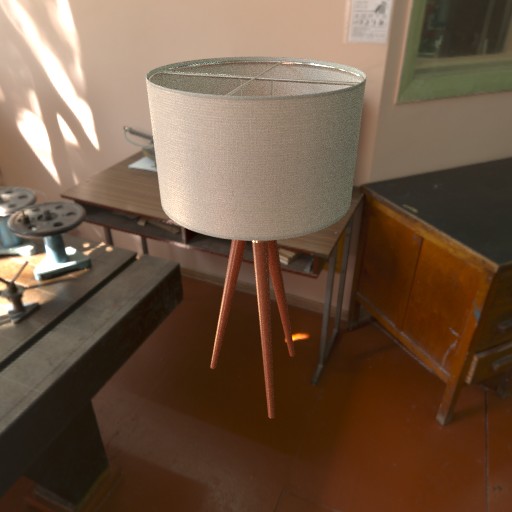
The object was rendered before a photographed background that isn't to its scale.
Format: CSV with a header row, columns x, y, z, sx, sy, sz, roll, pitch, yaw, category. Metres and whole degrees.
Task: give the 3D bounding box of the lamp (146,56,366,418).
x,y,z,sx,sy,sz,roll,pitch,yaw,category
0.000,0.000,0.914,0.354,0.709,0.355,-19,36,-27,lamp
